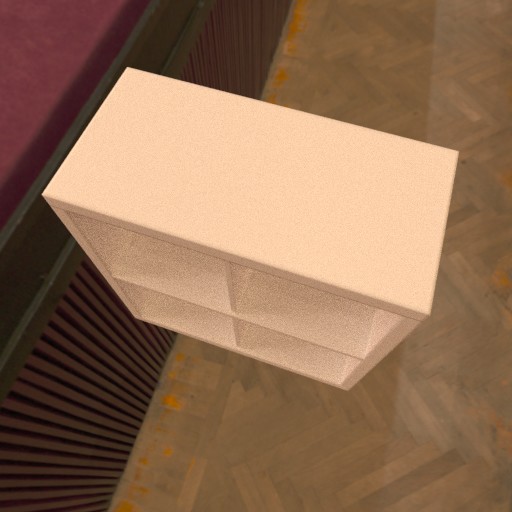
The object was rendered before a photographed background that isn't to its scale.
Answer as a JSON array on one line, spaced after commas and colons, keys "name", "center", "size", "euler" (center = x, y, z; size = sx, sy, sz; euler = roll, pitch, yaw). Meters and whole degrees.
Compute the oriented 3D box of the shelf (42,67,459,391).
[{"name": "shelf", "center": [0.000, 0.000, 1.280], "size": [0.790, 0.786, 0.390], "euler": [17, 65, 8]}]
